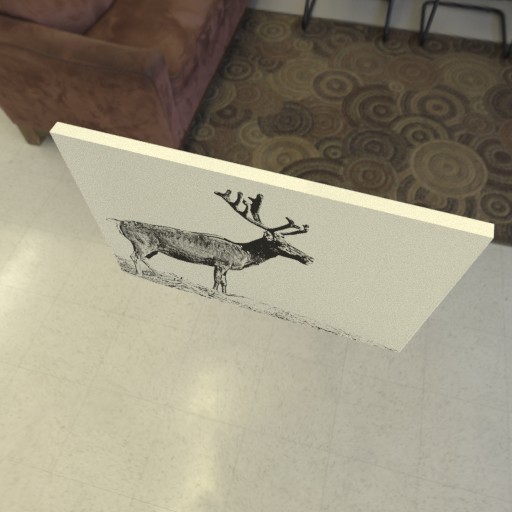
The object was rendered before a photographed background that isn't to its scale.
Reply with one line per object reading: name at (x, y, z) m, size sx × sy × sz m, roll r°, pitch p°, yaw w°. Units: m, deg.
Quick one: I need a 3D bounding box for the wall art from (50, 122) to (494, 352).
wall art at (0.000, 0.000, 1.138) m, size 0.906 × 0.617 × 0.033 m, roll 15°, pitch 60°, yaw 9°
